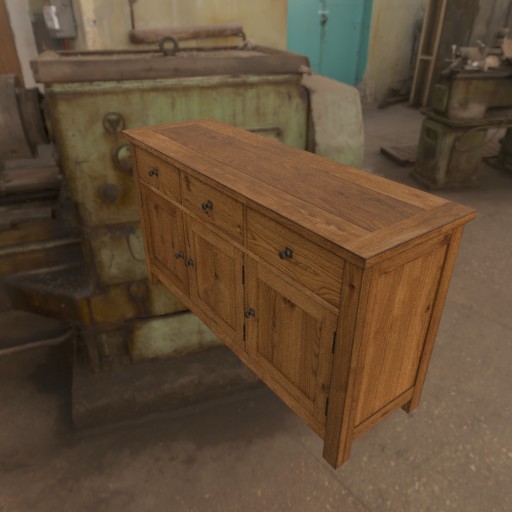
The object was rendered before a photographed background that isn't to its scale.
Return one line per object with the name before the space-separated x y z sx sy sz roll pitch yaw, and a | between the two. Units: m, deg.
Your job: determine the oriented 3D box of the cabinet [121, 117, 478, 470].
cabinet | 0.000 0.000 1.852 0.480 0.813 1.474 -20 35 -31
